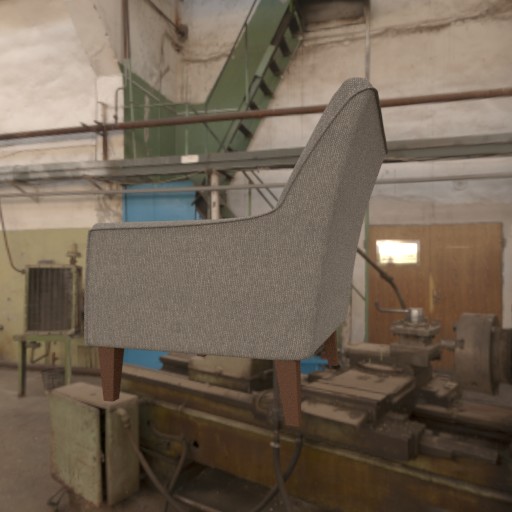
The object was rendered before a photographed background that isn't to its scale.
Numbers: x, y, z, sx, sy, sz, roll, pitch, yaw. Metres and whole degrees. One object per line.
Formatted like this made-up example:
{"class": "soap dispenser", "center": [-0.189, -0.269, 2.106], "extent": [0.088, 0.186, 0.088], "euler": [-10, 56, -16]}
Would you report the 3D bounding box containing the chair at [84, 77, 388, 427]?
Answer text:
{"class": "chair", "center": [0.000, 0.000, 1.615], "extent": [0.899, 0.919, 0.780], "euler": [0, 0, 19]}
